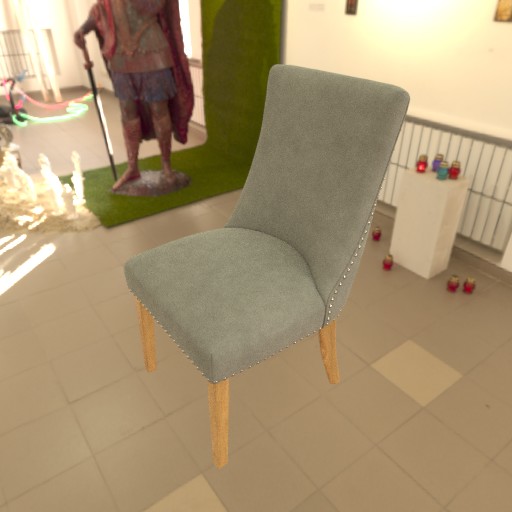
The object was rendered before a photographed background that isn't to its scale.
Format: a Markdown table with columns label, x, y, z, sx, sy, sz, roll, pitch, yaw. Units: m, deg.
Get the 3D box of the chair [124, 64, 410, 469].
| label | x | y | z | sx | sy | sz | roll | pitch | yaw |
| --- | --- | --- | --- | --- | --- | --- | --- | --- | --- |
| chair | 0.000 | 0.000 | 1.237 | 0.610 | 0.902 | 0.495 | -22 | 38 | -31 |
